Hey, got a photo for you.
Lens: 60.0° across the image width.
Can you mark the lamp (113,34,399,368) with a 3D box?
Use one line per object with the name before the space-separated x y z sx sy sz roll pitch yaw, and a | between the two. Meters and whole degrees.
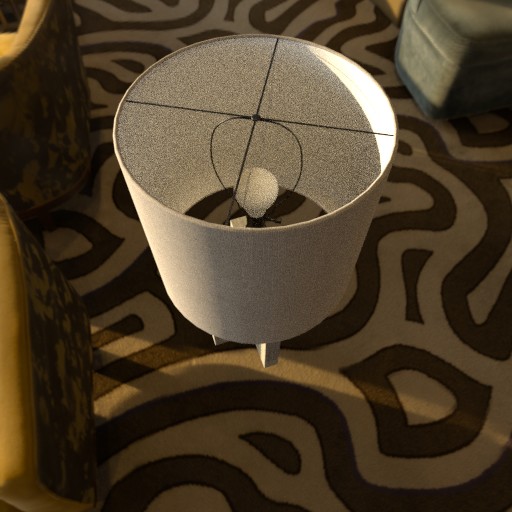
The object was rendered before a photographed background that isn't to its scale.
lamp | 0.000 0.000 0.539 0.229 0.428 0.229 -17 60 -10
